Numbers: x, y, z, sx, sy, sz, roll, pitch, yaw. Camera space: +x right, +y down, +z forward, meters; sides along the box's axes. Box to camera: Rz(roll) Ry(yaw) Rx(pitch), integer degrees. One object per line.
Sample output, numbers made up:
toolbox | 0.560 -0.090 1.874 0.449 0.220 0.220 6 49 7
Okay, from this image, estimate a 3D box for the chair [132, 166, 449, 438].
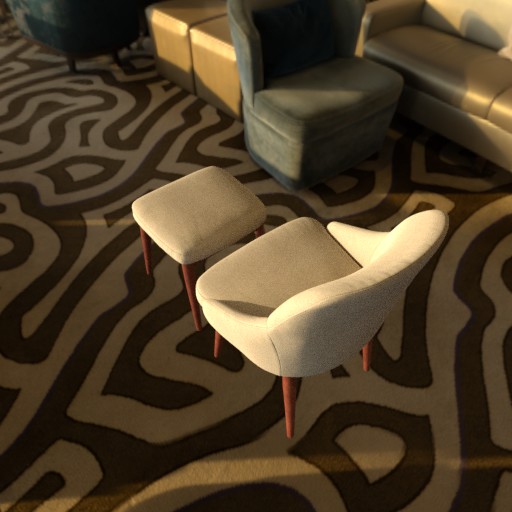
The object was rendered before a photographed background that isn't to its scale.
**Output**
chair | 0.000 0.000 1.569 0.584 0.866 1.114 -31 54 -26
